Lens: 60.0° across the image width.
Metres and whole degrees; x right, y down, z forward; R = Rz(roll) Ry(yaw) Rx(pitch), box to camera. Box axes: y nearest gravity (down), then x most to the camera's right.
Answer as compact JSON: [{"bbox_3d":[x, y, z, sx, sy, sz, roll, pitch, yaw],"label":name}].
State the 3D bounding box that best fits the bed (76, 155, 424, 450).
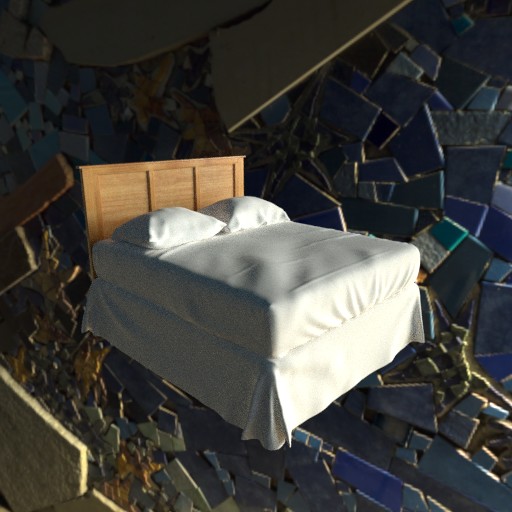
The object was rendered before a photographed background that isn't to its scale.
[{"bbox_3d":[0.000,0.000,3.239,2.035,1.273,1.870,15,22,42],"label":"bed"}]
